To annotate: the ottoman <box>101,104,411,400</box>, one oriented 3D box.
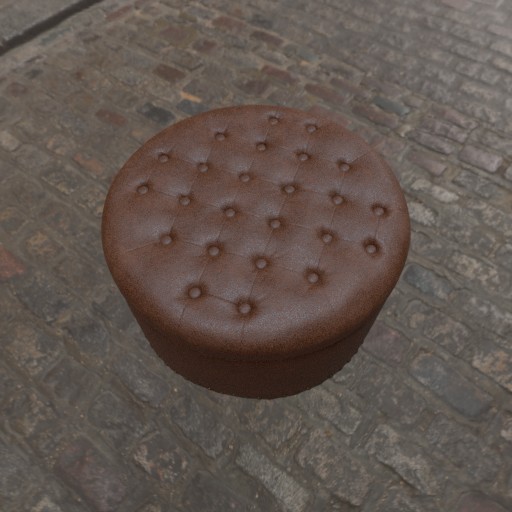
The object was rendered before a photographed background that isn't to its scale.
[{"bbox_3d":[0.000,0.000,1.082,0.637,0.442,0.637,0,57,0],"label":"ottoman"}]
